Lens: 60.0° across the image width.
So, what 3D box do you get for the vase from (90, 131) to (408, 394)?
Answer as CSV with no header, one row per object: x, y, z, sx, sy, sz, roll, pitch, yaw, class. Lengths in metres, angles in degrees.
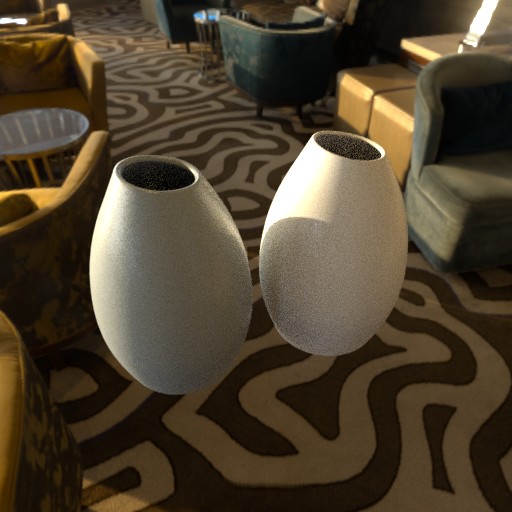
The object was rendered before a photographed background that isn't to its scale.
0.000,0.000,0.256,0.187,0.131,0.089,-11,41,-13,vase
